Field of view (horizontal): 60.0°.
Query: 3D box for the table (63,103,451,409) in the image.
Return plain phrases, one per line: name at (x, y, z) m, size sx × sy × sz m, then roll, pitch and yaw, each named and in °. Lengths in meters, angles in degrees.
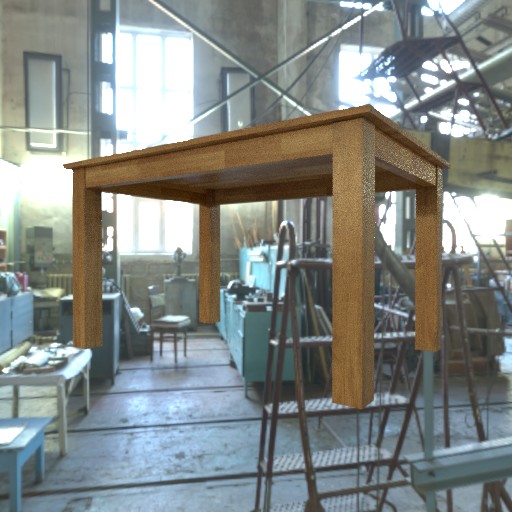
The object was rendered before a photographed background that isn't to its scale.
table at (0.000, 0.000, 1.810) m, size 1.300 × 0.750 × 0.900 m, roll 1°, pitch 1°, yaw 35°
